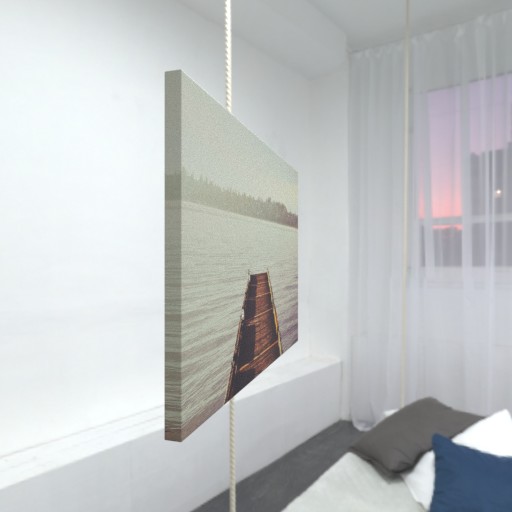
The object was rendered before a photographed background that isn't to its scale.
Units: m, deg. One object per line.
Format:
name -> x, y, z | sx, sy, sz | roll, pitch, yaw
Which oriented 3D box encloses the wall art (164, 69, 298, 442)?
wall art -> 0.000, 0.000, 1.460 | 0.040, 0.765, 1.149 | 0, 0, 17
